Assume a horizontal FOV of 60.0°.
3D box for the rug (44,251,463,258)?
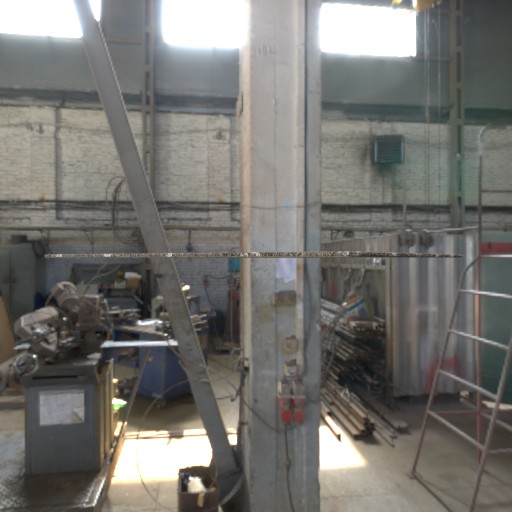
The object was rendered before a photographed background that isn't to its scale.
[{"bbox_3d":[0.000,0.000,4.103,3.047,0.029,2.438,0,0,37],"label":"rug"}]
